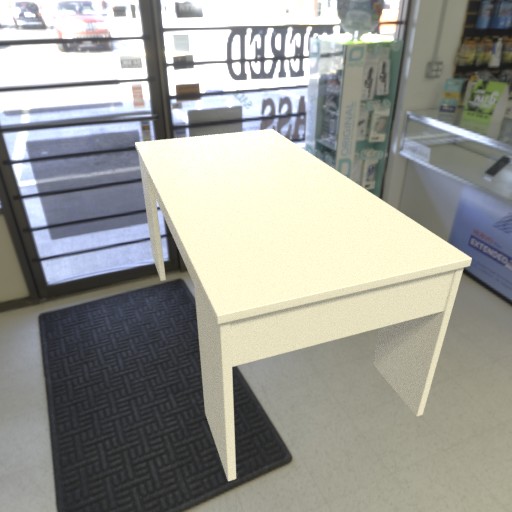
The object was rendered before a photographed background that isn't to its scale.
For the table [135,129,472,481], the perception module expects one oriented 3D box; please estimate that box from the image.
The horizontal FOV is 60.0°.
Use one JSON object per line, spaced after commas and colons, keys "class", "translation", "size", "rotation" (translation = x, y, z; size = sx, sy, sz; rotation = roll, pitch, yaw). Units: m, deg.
{"class": "table", "translation": [0.000, 0.000, 1.276], "size": [0.500, 0.440, 1.000], "rotation": [-11, 32, -17]}
